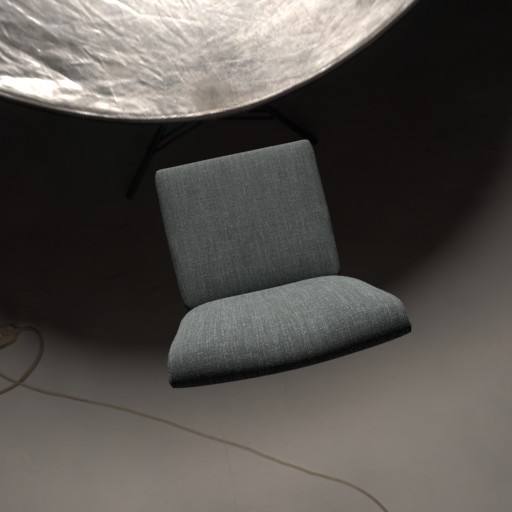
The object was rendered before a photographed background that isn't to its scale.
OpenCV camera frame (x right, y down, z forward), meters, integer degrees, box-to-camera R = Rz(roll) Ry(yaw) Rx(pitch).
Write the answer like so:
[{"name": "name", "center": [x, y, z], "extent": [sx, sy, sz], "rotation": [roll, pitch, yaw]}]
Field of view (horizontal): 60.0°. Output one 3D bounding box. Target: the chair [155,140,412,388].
[{"name": "chair", "center": [0.000, 0.000, 1.255], "extent": [0.487, 0.884, 0.629], "rotation": [-13, 77, -3]}]
